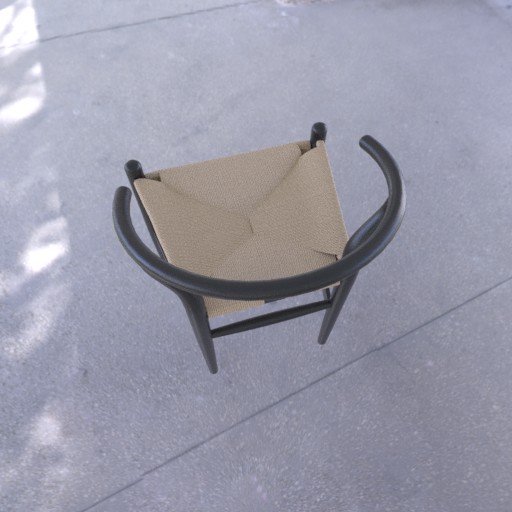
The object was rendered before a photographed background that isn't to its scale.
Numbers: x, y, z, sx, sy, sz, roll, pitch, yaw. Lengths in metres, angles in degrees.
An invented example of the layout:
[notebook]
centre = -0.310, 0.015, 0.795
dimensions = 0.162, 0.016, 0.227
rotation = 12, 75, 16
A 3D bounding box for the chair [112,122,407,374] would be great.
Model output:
[chair]
centre = 0.000, 0.000, 1.140
dimensions = 0.570, 0.739, 0.570
rotation = -14, 61, -8
